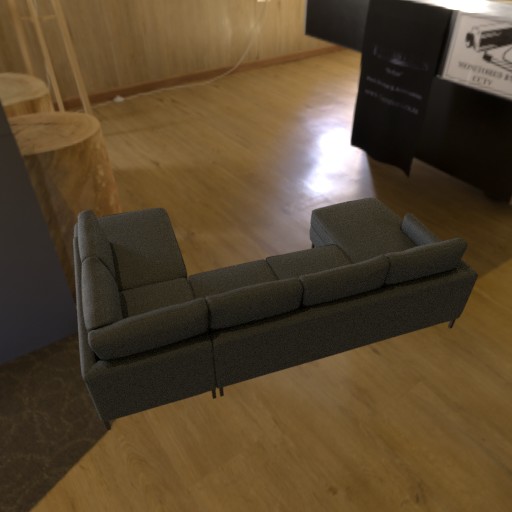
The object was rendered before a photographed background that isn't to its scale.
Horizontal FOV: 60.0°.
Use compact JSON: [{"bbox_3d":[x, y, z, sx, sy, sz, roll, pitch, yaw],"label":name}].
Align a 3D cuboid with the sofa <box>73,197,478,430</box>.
[{"bbox_3d":[0.000,0.000,3.860,2.975,0.858,1.984,-12,41,-15],"label":"sofa"}]
